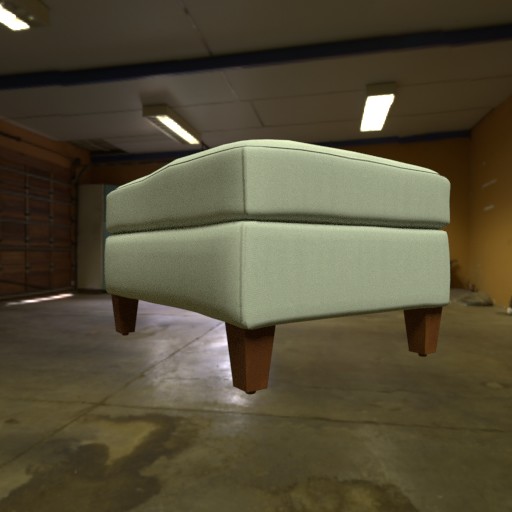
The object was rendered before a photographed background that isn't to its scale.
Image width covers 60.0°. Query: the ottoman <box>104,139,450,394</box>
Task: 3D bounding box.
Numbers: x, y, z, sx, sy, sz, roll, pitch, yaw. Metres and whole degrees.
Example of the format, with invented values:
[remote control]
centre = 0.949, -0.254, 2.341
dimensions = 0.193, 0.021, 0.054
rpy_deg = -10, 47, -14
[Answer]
[ottoman]
centre = 0.000, 0.000, 1.240
dimensions = 0.634, 0.496, 0.818
rpy_deg = 0, 0, -35
